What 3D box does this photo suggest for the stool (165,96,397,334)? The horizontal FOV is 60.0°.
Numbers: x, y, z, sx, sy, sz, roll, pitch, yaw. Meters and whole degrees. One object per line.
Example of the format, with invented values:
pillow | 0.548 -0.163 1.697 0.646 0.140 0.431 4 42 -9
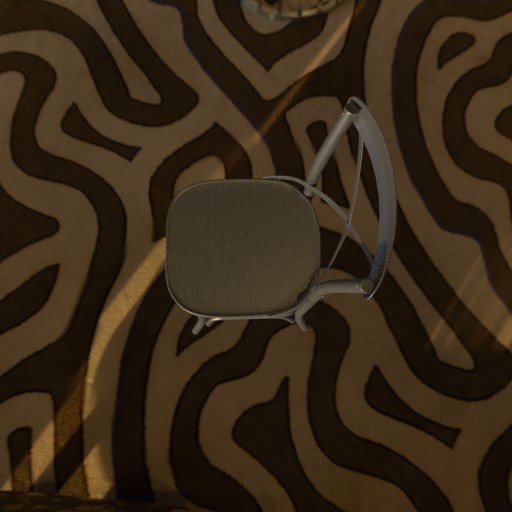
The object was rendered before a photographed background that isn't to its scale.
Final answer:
stool | 0.000 0.000 1.470 0.584 1.168 0.457 -1 76 0
